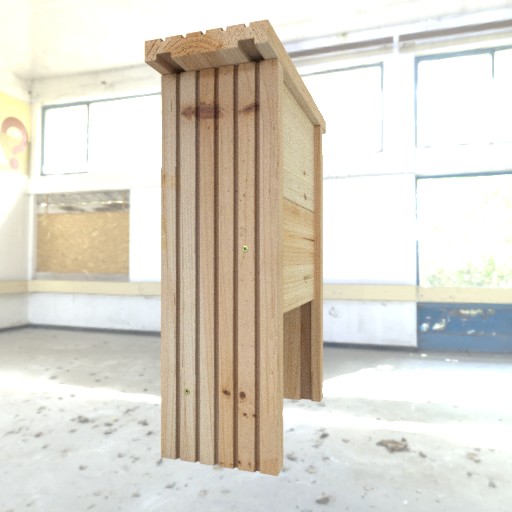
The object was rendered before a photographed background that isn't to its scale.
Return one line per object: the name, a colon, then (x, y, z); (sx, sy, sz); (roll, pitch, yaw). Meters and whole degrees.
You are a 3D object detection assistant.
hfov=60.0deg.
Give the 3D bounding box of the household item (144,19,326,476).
household item: (0.000, 0.000, 0.542); (0.123, 0.407, 0.301); (0, 0, 18)
